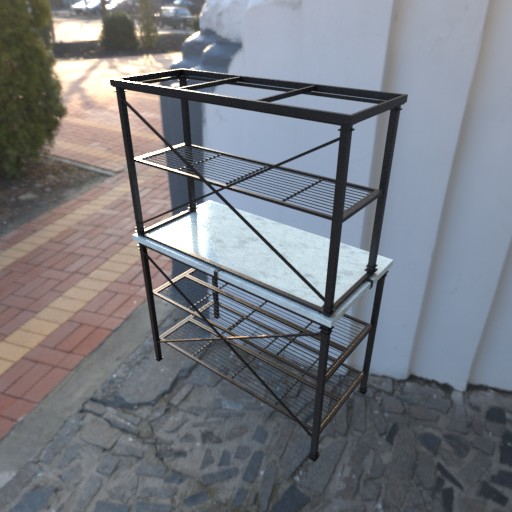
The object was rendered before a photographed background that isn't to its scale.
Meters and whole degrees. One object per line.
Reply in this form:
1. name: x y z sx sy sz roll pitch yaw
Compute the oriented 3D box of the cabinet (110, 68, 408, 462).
1. cabinet: 0.000 0.000 2.265 1.210 1.659 0.610 21 36 32
